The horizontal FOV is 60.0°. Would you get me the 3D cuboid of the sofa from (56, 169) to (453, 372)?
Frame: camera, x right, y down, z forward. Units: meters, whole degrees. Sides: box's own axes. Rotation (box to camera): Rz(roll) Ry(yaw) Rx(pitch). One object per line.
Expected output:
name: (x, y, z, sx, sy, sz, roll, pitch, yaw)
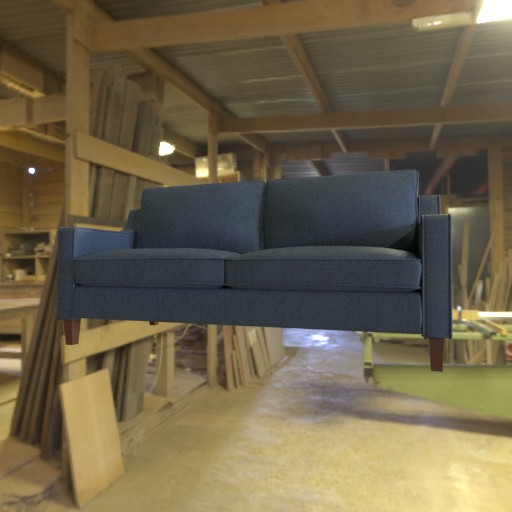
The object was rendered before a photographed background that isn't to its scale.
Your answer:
sofa: (0.000, 0.000, 2.783, 2.178, 1.071, 1.066, 0, -1, 19)
